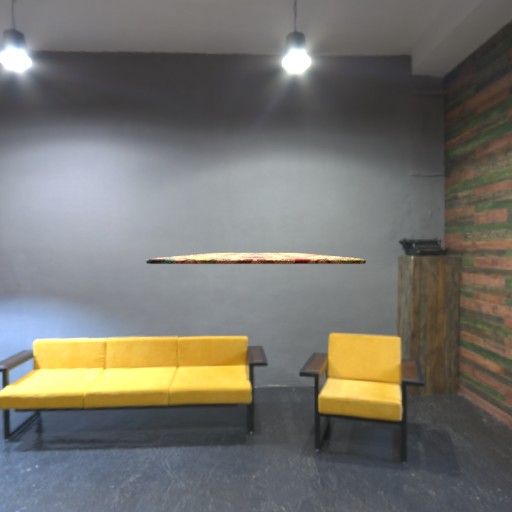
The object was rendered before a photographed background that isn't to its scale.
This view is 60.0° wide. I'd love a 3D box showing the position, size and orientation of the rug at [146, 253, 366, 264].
[{"bbox_3d":[0.000,0.000,2.487,0.693,0.016,2.273,0,1,0],"label":"rug"}]
